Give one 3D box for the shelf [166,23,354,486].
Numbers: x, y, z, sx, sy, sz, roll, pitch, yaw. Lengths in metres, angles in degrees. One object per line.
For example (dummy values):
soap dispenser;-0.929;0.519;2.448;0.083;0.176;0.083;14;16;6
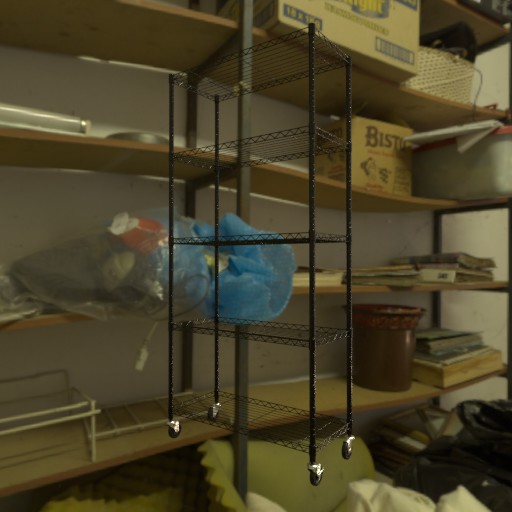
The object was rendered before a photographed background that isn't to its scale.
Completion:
shelf;0.000;0.000;1.910;0.762;1.645;0.356;-1;-1;36
